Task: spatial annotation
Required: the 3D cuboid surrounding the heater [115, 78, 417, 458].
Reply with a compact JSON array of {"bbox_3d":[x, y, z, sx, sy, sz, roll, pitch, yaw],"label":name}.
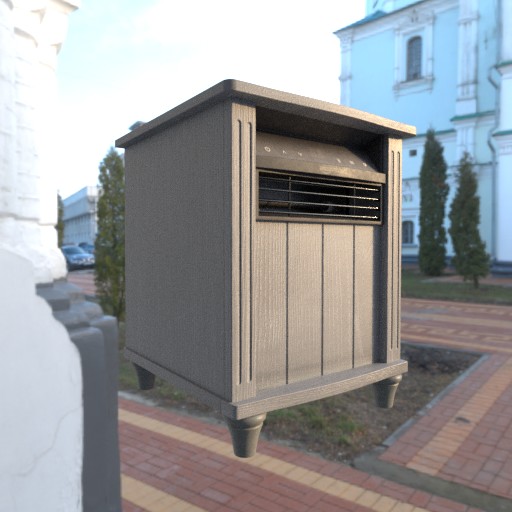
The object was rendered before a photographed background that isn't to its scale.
[{"bbox_3d":[0.000,0.000,0.758,0.362,0.481,0.400,-1,2,-36],"label":"heater"}]
